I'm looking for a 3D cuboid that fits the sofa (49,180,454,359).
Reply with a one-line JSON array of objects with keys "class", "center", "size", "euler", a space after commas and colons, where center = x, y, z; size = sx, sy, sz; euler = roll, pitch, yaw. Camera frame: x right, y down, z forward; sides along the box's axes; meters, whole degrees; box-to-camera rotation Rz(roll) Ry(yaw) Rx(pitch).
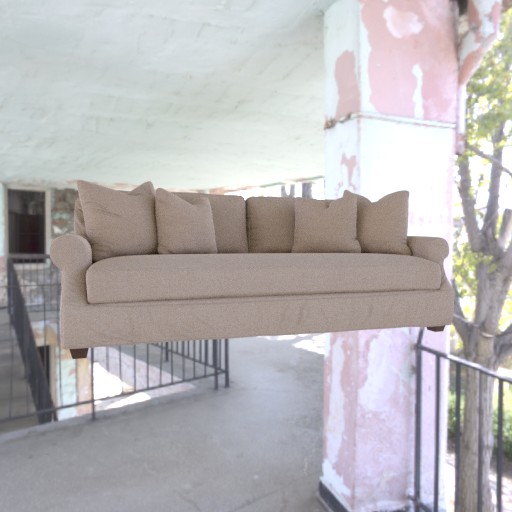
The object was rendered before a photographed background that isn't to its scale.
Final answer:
[{"class": "sofa", "center": [0.000, 0.000, 2.779], "size": [2.285, 0.904, 1.067], "euler": [-1, 2, -18]}]
